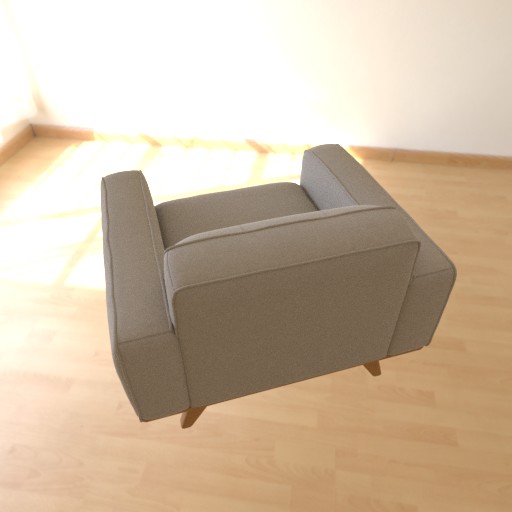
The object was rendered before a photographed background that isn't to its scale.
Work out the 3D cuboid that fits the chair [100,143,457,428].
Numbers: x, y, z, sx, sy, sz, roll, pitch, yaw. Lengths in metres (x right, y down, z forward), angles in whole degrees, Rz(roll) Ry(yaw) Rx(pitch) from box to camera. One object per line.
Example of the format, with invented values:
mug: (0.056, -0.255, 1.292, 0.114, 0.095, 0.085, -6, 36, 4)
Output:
chair: (0.000, 0.000, 1.737, 1.115, 0.779, 0.953, -11, 42, -12)
